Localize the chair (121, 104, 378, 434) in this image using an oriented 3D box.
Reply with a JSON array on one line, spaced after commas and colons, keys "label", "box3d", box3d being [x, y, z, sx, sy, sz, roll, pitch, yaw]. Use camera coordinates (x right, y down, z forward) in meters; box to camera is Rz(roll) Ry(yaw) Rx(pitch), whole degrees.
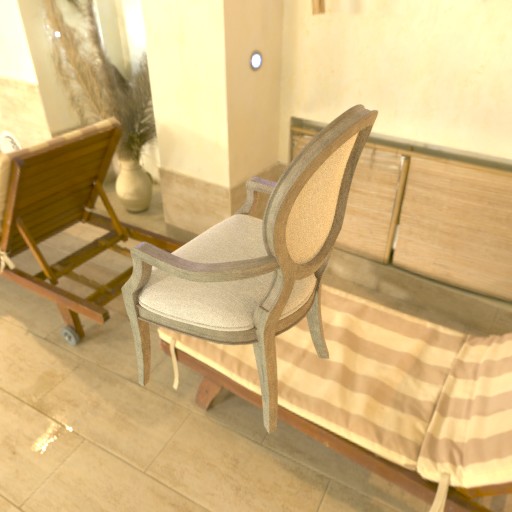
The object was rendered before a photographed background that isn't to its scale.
[{"label": "chair", "box3d": [0.000, 0.000, 1.386, 0.602, 0.991, 0.611, 20, 38, 28]}]
